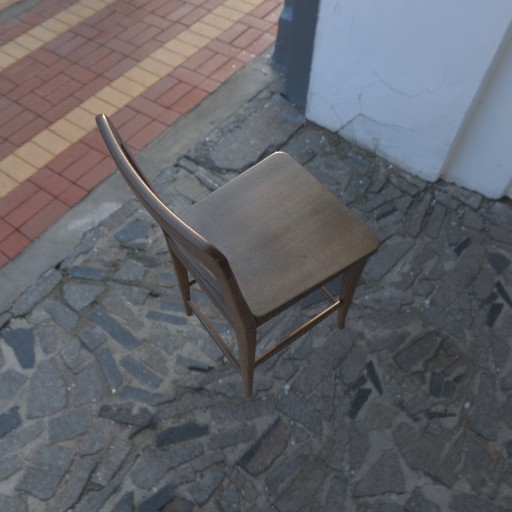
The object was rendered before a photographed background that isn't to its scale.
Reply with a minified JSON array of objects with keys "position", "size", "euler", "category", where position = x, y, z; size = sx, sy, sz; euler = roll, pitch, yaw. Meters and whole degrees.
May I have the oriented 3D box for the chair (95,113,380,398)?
[{"position":[0.000,0.000,1.286],"size":[0.546,0.991,0.450],"euler":[-32,63,-19],"category":"chair"}]
